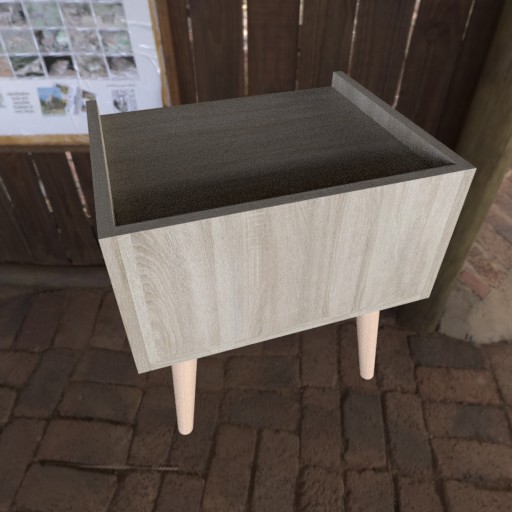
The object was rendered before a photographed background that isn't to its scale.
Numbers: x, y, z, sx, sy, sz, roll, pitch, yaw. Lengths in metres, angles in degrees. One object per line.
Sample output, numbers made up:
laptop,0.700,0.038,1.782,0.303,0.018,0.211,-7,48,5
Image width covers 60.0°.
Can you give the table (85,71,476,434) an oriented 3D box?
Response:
table,0.000,0.000,0.779,0.450,0.470,0.370,-12,42,-14
